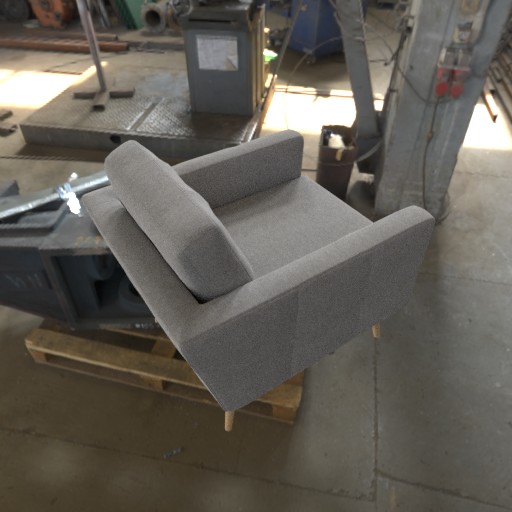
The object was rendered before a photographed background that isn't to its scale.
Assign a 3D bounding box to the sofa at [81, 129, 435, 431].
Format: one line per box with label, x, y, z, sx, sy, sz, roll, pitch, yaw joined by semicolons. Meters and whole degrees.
sofa;0.000;0.000;1.568;0.920;0.860;0.770;-24;47;-25
